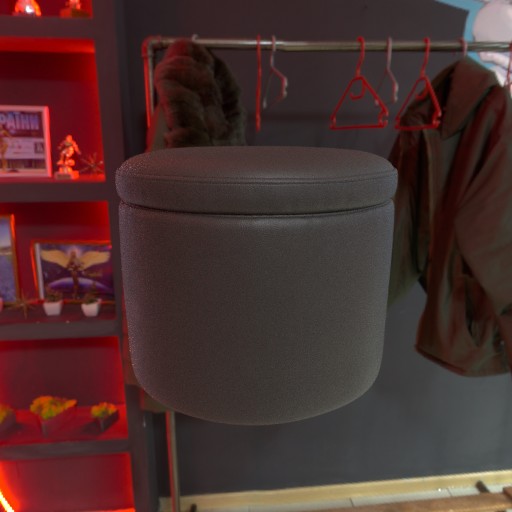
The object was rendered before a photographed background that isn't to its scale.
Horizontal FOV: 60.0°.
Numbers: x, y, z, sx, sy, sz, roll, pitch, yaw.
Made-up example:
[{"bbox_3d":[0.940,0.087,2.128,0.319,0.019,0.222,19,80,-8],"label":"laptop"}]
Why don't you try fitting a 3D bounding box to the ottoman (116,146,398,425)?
[{"bbox_3d":[0.000,0.000,0.858,0.500,0.409,0.500,0,15,0],"label":"ottoman"}]
